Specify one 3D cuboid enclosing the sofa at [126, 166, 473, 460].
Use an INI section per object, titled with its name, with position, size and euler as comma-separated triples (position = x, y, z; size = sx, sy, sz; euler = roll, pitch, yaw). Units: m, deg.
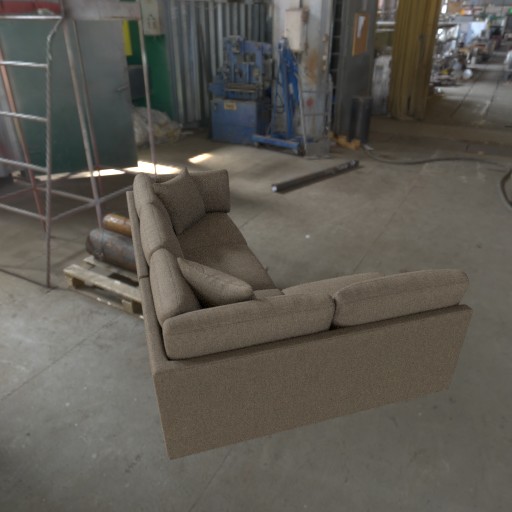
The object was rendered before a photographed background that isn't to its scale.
[sofa]
position = 0.000, 0.000, 3.820
size = 1.994, 0.978, 2.896
euler = -8, 29, -15
